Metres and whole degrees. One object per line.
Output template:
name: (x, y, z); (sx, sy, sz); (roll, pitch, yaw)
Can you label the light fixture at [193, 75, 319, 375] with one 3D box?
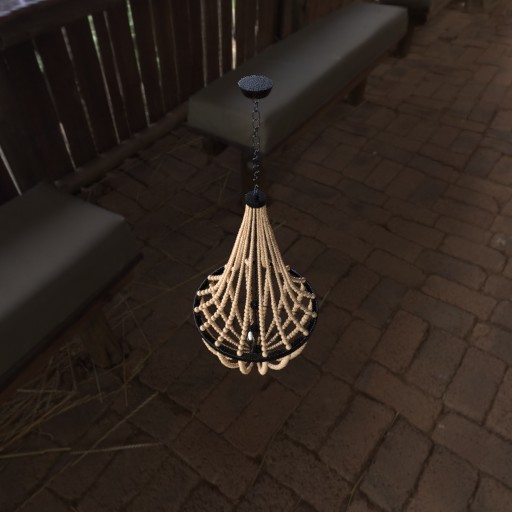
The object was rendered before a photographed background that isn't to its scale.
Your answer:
light fixture: (0.000, 0.000, 1.416); (0.450, 1.133, 0.450); (0, 46, 0)
